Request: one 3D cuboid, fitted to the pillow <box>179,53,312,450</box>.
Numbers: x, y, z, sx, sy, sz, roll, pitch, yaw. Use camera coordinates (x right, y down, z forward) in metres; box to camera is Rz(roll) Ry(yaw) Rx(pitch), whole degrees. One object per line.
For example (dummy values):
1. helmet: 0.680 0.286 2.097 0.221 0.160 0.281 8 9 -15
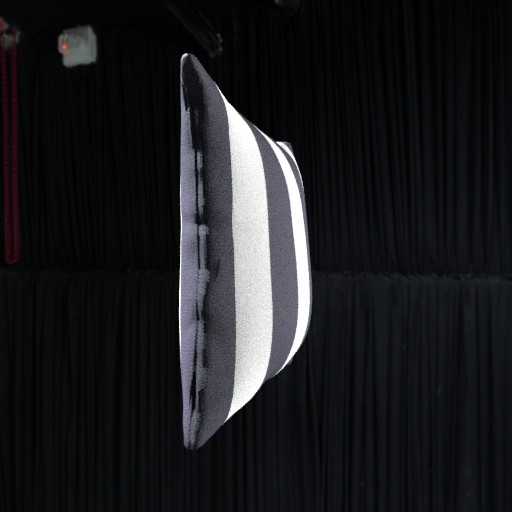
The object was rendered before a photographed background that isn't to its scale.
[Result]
1. pillow: 0.000 0.000 0.815 0.189 0.526 0.536 0 1 17
